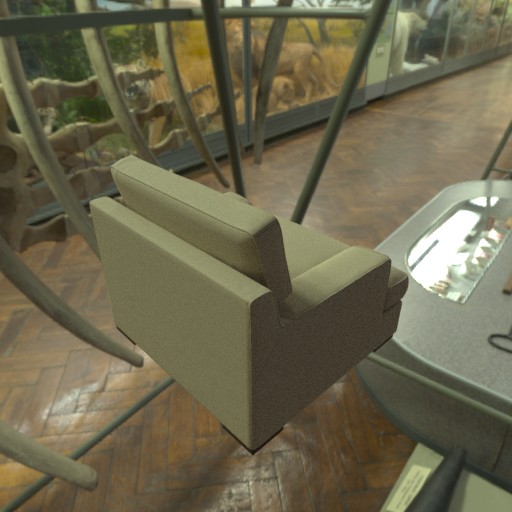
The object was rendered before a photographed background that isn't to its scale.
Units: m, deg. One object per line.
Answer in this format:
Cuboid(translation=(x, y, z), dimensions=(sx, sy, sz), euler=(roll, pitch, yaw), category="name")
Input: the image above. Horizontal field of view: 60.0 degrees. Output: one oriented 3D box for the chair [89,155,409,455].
Cuboid(translation=(0.000, 0.000, 2.260), dimensions=(1.293, 1.005, 1.274), euler=(22, 37, 33), category="chair")
